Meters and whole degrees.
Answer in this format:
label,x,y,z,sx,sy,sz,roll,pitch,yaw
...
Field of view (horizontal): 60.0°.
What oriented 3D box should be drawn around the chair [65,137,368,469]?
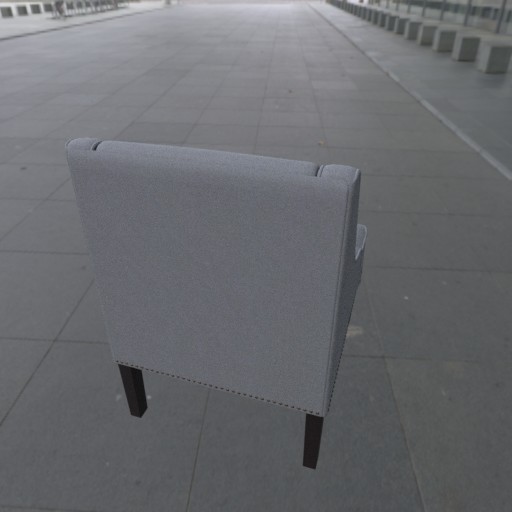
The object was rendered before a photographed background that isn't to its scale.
label,x,y,z,sx,sy,sz,roll,pitch,yaw
chair,0.000,0.000,1.368,0.631,0.867,0.747,10,33,15
